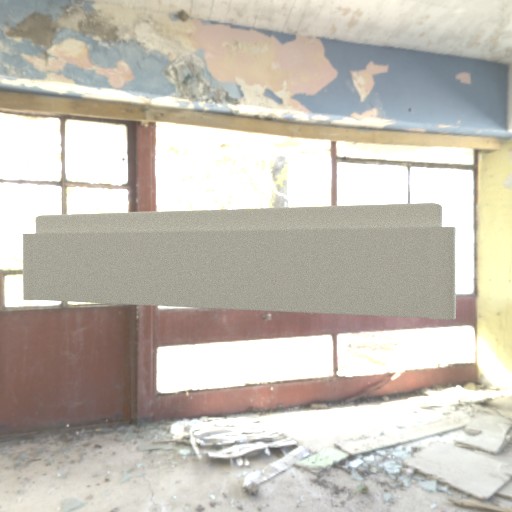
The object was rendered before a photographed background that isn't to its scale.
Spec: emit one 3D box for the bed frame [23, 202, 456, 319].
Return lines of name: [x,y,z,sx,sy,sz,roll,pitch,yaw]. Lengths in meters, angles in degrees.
bed frame: [0.000,0.000,2.455,1.900,0.406,1.400,0,1,19]
